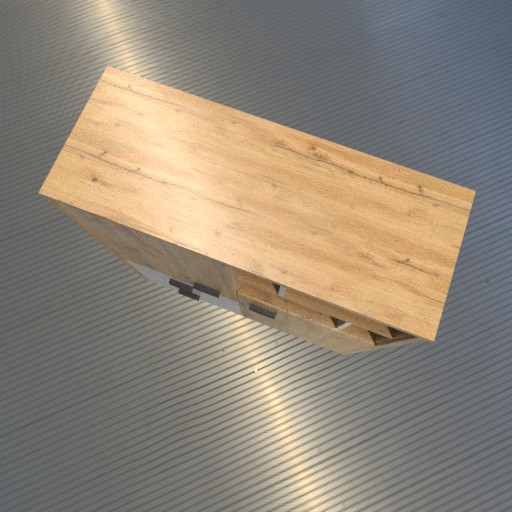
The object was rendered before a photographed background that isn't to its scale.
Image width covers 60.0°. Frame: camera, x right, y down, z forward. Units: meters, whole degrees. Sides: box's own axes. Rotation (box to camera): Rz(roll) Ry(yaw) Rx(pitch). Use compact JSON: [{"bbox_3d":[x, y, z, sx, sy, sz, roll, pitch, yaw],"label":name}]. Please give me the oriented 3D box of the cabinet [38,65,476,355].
[{"bbox_3d":[0.000,0.000,1.942,1.168,1.397,0.473,20,76,5],"label":"cabinet"}]
